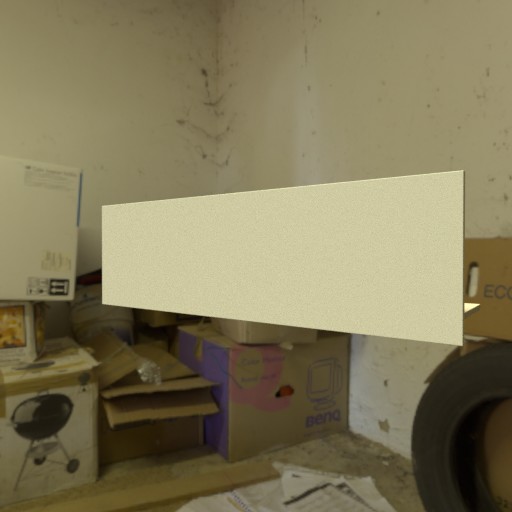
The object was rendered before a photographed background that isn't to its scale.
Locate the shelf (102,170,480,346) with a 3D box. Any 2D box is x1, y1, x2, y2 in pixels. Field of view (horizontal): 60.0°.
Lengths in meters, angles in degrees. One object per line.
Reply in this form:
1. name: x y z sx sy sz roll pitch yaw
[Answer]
1. shelf: 0.000 0.000 1.136 1.020 0.300 0.200 0 1 36
